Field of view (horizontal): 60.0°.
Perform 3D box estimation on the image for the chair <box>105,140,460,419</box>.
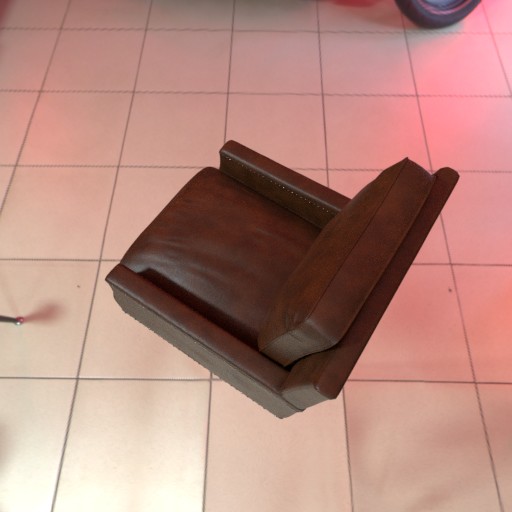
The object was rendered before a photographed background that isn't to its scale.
[{"bbox_3d":[0.000,0.000,1.791,1.035,1.054,0.854,30,67,15],"label":"chair"}]
